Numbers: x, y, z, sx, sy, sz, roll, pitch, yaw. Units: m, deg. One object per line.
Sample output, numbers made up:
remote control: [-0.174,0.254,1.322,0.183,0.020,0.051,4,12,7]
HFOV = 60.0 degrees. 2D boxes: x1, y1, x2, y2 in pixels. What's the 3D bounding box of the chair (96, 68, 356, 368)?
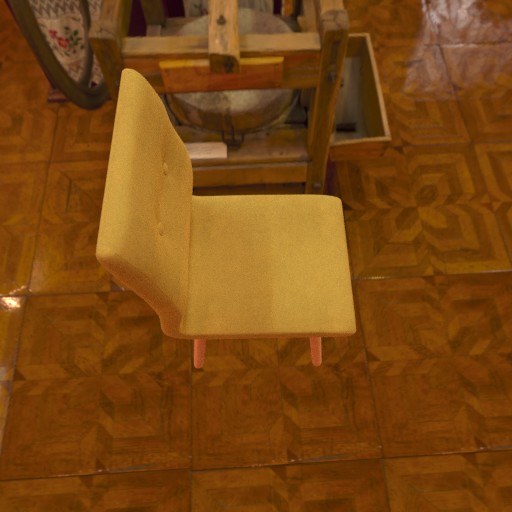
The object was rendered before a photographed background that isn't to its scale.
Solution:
chair: [0.000,0.000,1.269,0.550,0.965,0.450,-1,65,0]
